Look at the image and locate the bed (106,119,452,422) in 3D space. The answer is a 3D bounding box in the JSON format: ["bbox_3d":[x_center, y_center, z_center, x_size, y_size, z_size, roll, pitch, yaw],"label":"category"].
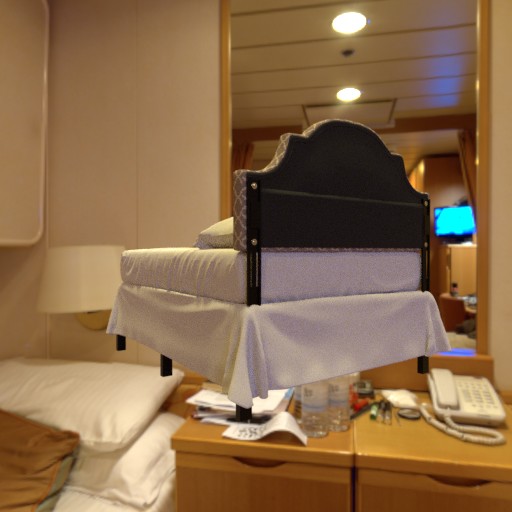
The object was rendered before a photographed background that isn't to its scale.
[{"bbox_3d":[0.000,0.000,3.443,1.780,1.633,2.222,0,1,-35],"label":"bed"}]
